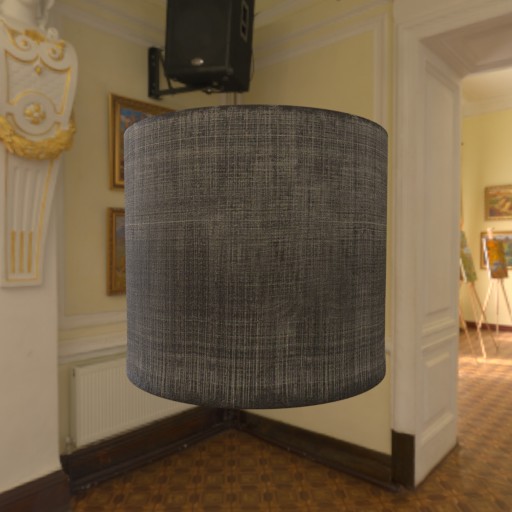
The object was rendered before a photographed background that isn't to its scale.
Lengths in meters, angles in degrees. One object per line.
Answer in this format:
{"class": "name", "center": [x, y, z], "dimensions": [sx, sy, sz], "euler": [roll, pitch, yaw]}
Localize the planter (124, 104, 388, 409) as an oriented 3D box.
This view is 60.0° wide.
{"class": "planter", "center": [0.000, 0.000, 0.313], "dimensions": [0.178, 0.157, 0.178], "euler": [0, 1, 0]}
